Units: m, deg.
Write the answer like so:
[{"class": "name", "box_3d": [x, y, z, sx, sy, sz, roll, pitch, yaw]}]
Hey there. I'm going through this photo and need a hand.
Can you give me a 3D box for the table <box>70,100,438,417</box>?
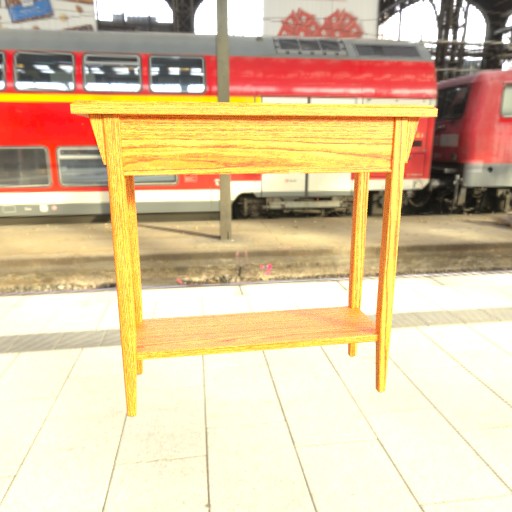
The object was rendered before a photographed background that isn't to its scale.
[{"class": "table", "box_3d": [0.000, 0.000, 1.115, 0.762, 0.711, 0.254, -2, 15, -9]}]
